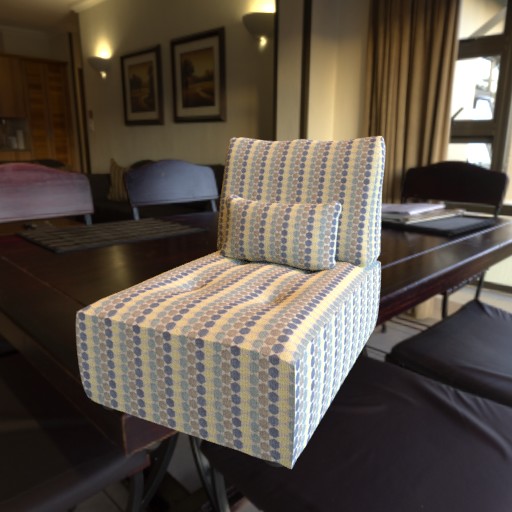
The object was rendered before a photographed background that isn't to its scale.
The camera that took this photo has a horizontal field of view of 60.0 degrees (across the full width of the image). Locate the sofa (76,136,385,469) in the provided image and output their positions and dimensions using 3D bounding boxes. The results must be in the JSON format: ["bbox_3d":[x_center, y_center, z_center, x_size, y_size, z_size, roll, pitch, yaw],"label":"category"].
[{"bbox_3d":[0.000,0.000,1.555,0.700,0.820,1.000,7,16,25],"label":"sofa"}]
